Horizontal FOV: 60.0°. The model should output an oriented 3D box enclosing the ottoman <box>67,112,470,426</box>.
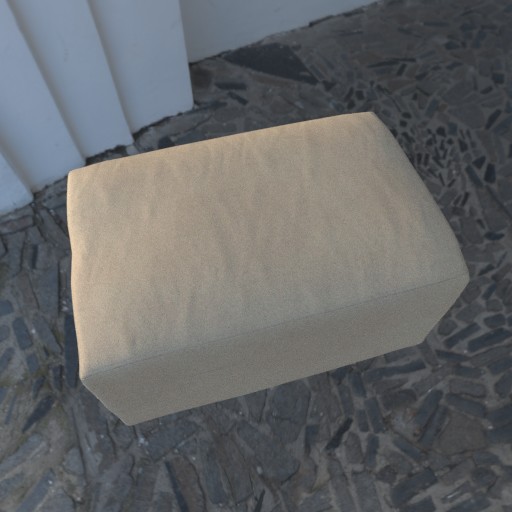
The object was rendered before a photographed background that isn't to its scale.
[{"bbox_3d":[0.000,0.000,1.181,0.872,0.444,0.590,-13,59,-8],"label":"ottoman"}]
